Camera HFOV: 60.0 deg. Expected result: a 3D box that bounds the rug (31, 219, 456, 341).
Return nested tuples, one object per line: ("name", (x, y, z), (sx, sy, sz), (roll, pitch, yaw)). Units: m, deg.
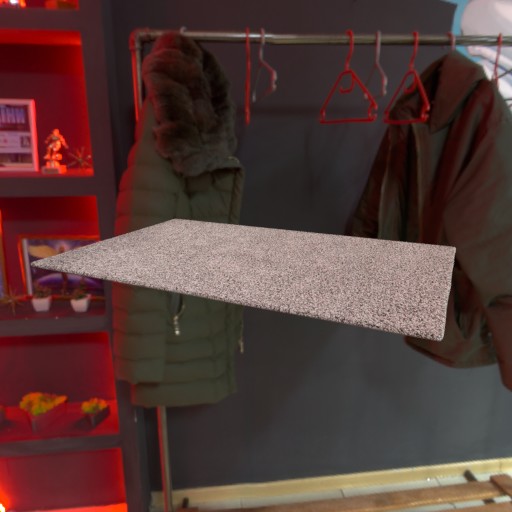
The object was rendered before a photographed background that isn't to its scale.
("rug", (0.000, 0.000, 3.376), (2.743, 0.030, 1.778), (7, 18, 24))
